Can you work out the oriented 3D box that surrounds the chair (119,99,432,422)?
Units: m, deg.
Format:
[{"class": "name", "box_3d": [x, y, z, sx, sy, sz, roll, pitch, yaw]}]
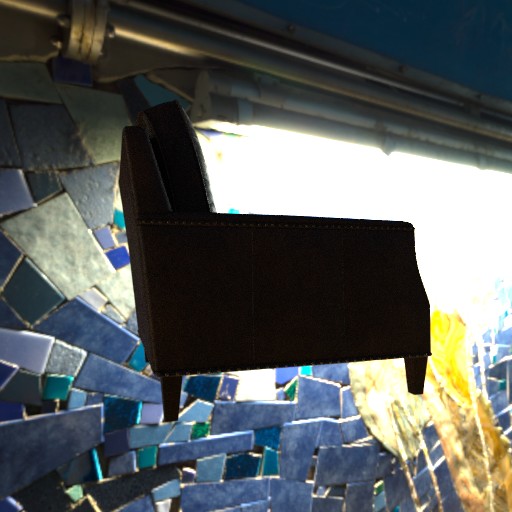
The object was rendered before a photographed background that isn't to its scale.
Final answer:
[{"class": "chair", "box_3d": [0.000, 0.000, 1.723, 1.014, 0.929, 0.853, 0, -1, -18]}]
